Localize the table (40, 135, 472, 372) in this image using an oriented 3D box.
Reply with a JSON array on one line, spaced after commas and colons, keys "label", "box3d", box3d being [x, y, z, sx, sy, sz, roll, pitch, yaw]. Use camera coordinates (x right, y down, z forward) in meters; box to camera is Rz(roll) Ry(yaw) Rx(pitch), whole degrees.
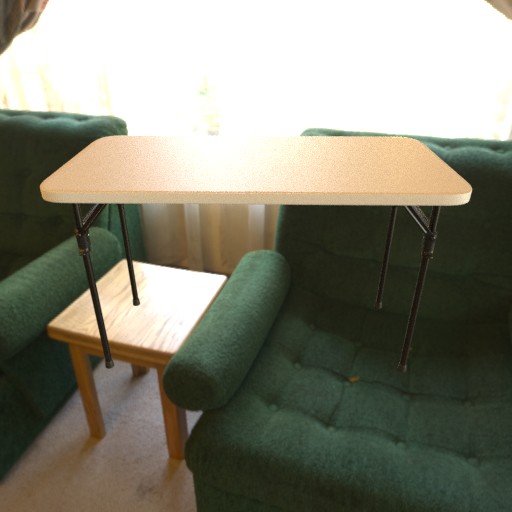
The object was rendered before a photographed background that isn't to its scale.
[{"label": "table", "box3d": [0.000, 0.000, 1.632, 1.219, 0.729, 0.610, 1, 29, 1]}]
